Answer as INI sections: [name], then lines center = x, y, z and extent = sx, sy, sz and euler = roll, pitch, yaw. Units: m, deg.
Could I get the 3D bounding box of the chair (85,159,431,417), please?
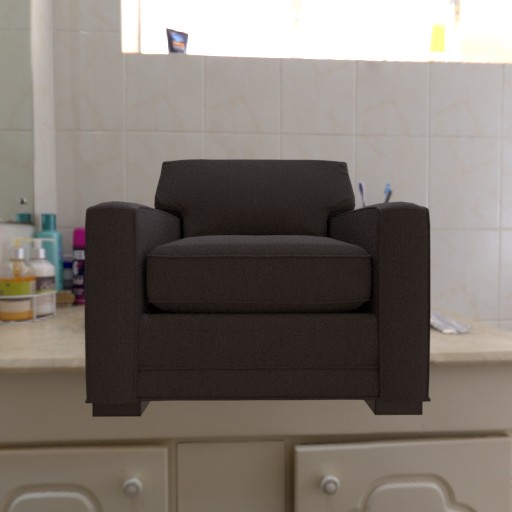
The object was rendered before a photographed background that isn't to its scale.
[chair]
center = 0.000, 0.000, 1.761
extent = 0.997, 0.913, 1.043
euler = 0, 1, -1
